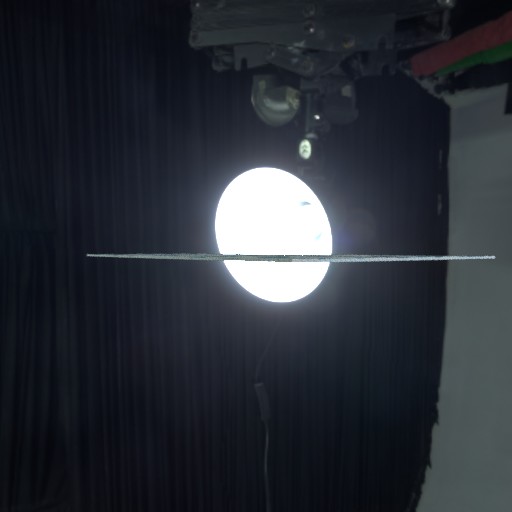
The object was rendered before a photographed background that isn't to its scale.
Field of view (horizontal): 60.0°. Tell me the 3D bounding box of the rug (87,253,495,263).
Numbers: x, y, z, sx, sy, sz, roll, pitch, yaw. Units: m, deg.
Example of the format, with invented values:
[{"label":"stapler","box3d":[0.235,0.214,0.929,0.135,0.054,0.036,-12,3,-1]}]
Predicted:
[{"label":"rug","box3d":[0.000,0.000,2.995,1.518,0.015,2.438,-1,1,-37]}]
